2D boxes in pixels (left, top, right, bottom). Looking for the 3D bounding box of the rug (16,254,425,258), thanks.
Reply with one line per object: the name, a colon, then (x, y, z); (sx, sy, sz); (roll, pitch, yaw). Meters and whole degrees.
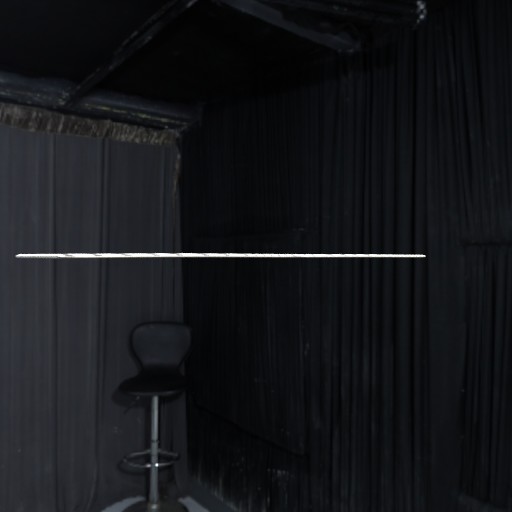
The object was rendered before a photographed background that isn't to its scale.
rug: (0.000, 0.000, 2.656); (2.439, 0.020, 0.773); (0, 0, -39)
